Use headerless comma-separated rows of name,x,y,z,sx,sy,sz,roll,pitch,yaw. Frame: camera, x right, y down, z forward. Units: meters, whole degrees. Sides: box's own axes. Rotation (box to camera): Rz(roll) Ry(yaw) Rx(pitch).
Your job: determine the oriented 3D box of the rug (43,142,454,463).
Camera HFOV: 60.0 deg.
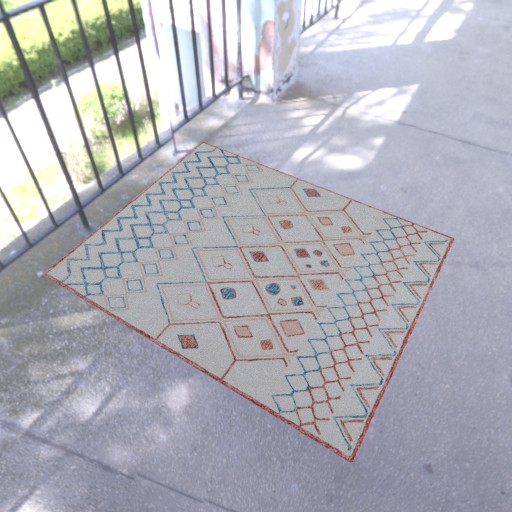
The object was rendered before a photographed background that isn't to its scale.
rug,0.000,0.000,4.178,3.050,0.016,2.441,25,54,20
